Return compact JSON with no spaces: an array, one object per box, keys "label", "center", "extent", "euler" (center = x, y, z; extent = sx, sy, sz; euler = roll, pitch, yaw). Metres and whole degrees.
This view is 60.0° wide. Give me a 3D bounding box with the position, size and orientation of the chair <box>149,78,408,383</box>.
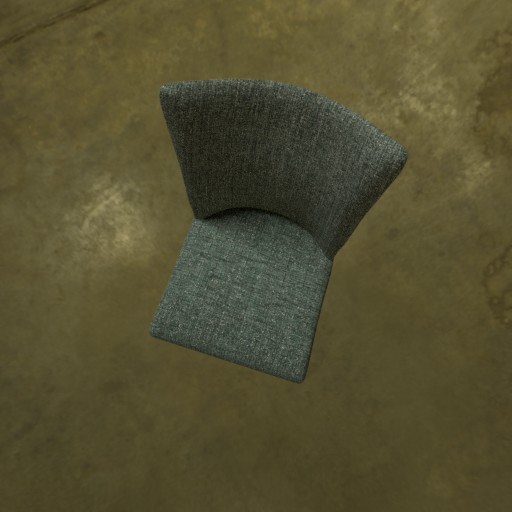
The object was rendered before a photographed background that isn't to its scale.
[{"label":"chair","center":[0.000,0.000,1.308],"extent":[0.535,0.924,0.623],"euler":[17,76,4]}]
